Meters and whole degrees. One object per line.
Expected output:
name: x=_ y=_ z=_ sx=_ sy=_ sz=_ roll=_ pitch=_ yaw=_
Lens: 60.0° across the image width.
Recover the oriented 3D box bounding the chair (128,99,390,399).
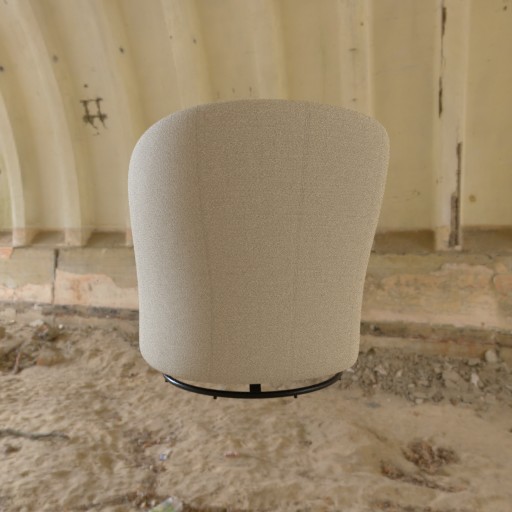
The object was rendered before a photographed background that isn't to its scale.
chair: x=0.000 y=0.000 z=1.439 sx=0.791 sy=0.771 sz=0.815 roll=0 pitch=2 yaw=-17
